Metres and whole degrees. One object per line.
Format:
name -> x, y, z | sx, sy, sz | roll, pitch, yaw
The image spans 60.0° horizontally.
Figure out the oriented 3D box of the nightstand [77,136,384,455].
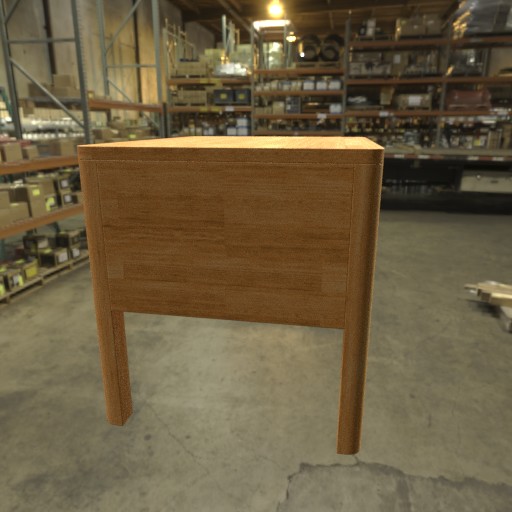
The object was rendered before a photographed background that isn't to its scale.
nightstand -> 0.000, 0.000, 0.931 | 0.440, 0.470, 0.560 | 3, 17, 10
